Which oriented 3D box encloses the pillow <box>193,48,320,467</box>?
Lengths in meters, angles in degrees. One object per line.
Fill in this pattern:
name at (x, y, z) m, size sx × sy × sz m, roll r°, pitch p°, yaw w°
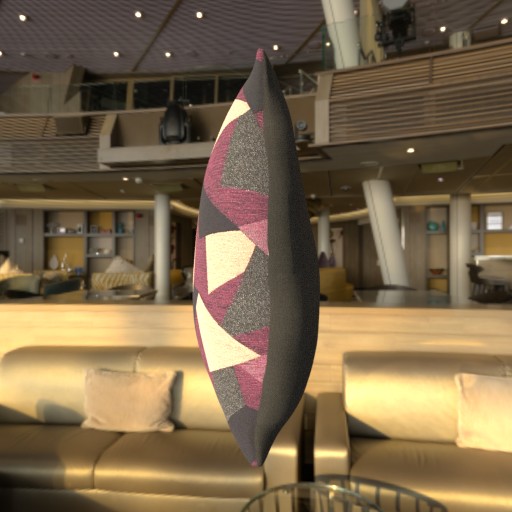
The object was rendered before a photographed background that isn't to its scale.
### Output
pillow at (0.000, 0.000, 0.760) m, size 0.208 × 0.496 × 0.503 m, roll 0°, pitch 0°, yaw 1°
